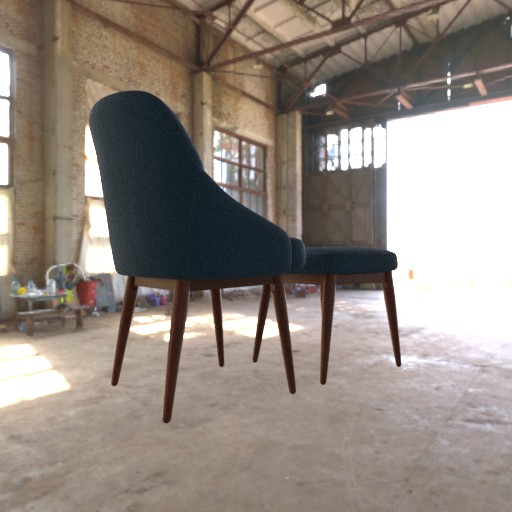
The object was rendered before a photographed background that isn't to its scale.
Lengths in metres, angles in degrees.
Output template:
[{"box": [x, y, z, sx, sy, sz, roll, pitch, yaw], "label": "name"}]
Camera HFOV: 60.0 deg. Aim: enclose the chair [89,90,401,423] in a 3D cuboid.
[{"box": [0.000, 0.000, 1.567, 1.114, 0.866, 0.584, 0, 0, -36], "label": "chair"}]
